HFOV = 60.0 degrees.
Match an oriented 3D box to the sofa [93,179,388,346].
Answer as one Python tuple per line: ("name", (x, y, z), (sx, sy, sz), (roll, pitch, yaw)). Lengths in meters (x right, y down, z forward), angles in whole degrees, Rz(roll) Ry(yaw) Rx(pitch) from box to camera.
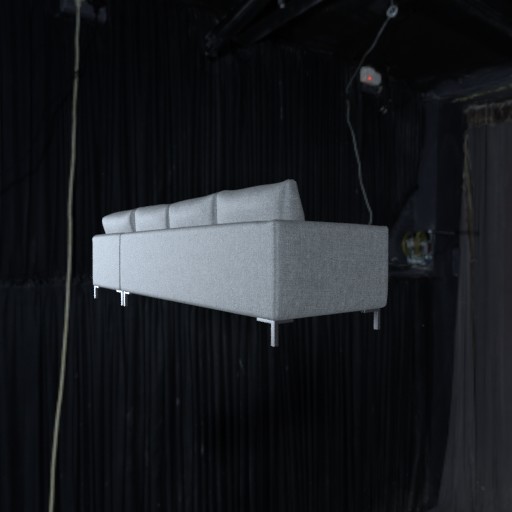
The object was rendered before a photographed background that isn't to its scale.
("sofa", (0.000, 0.000, 3.912), (1.984, 0.858, 2.972), (0, 1, -37))
